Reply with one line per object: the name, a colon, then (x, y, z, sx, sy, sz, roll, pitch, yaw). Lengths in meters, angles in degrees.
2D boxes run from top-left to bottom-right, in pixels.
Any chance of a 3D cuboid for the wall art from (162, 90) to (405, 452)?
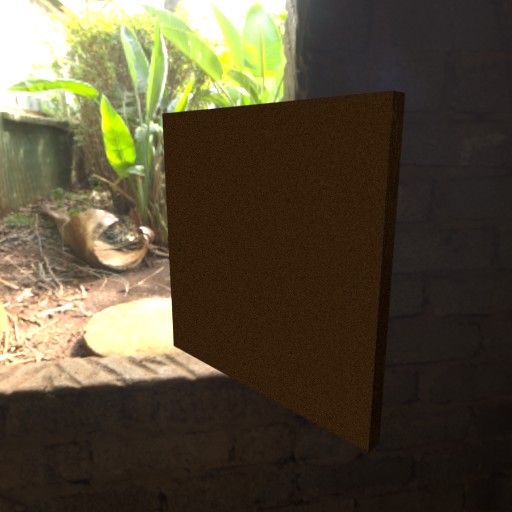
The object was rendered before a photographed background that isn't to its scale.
wall art: (0.000, 0.000, 0.934, 0.042, 0.608, 0.611, -14, 20, -43)
